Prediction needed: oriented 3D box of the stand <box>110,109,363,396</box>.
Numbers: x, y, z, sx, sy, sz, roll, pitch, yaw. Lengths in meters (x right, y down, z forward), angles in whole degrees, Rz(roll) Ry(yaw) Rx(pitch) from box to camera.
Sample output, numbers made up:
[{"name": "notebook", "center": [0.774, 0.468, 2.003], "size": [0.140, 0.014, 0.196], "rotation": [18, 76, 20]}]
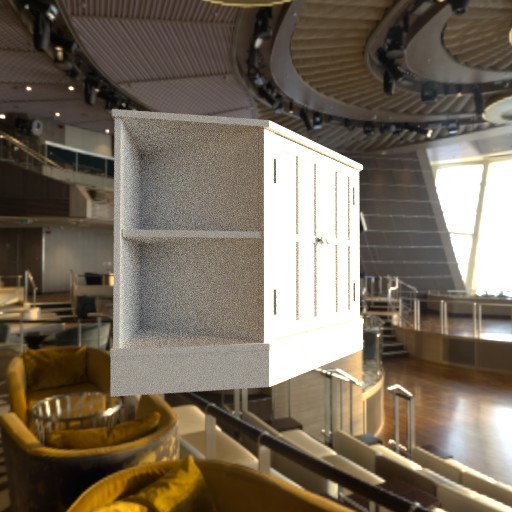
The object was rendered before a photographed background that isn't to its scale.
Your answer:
[{"name": "stand", "center": [0.000, 0.000, 1.380], "size": [0.477, 0.614, 1.072], "rotation": [-1, -1, 35]}]
